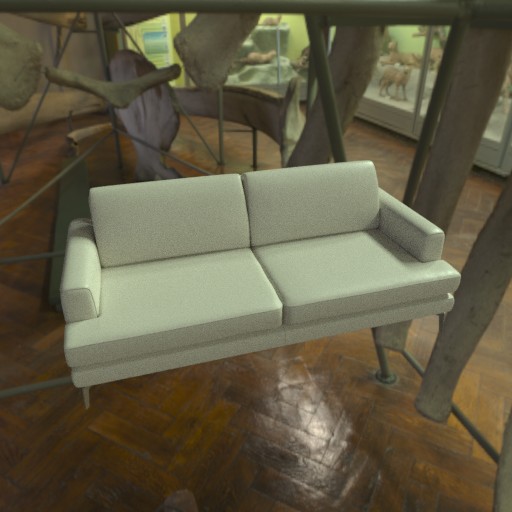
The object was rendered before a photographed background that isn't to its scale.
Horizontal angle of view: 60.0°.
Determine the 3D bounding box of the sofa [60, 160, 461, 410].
[{"bbox_3d":[0.000,0.000,2.422,1.940,0.765,0.974,-9,31,-14],"label":"sofa"}]
